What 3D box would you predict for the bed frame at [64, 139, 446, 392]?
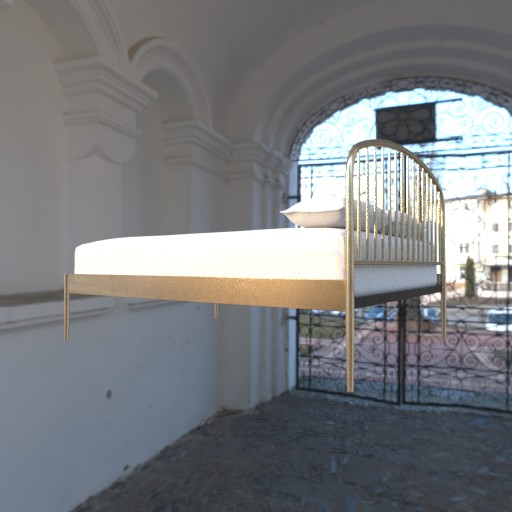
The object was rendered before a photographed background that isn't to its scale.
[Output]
[{"bbox_3d":[0.000,0.000,3.112,2.152,1.175,1.612,-1,-1,36],"label":"bed frame"}]
